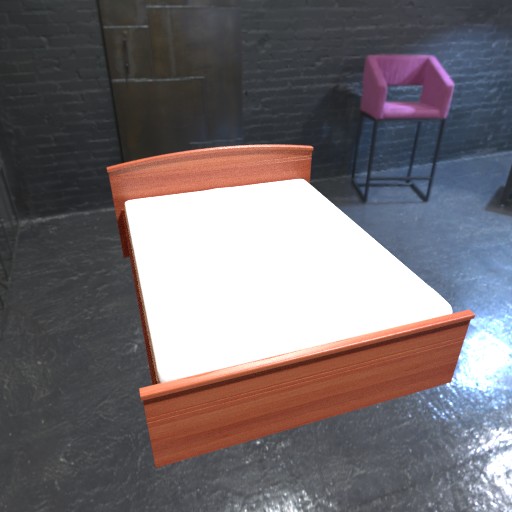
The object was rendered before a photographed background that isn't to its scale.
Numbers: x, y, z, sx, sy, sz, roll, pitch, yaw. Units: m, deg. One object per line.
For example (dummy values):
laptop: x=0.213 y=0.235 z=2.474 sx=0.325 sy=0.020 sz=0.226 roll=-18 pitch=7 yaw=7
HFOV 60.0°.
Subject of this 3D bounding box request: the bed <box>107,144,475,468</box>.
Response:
bed: x=0.000 y=0.000 z=2.913 sx=1.683 sy=0.848 sz=2.053 roll=-10 pitch=32 yaw=-16
